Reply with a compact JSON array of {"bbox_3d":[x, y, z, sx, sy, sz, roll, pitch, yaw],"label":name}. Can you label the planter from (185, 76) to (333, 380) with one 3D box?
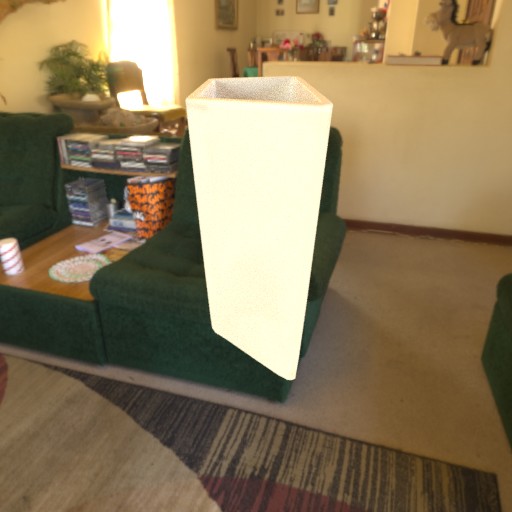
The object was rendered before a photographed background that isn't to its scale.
[{"bbox_3d":[0.000,0.000,0.275,0.060,0.197,0.150,0,26,0],"label":"planter"}]
